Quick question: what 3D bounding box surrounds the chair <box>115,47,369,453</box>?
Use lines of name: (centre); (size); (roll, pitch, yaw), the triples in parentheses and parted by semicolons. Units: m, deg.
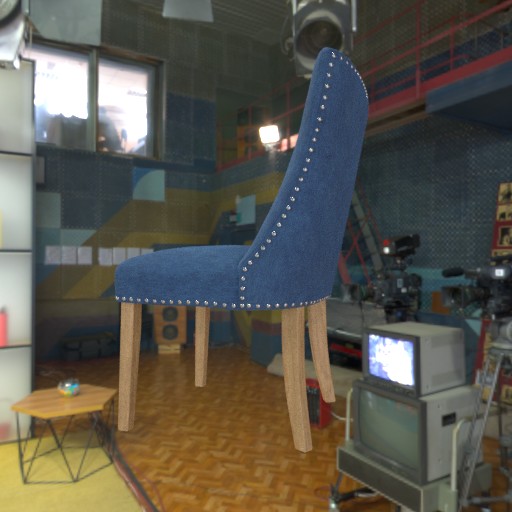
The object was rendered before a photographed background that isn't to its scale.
chair: (0.000, 0.000, 1.243); (0.610, 0.902, 0.495); (0, -1, 19)
